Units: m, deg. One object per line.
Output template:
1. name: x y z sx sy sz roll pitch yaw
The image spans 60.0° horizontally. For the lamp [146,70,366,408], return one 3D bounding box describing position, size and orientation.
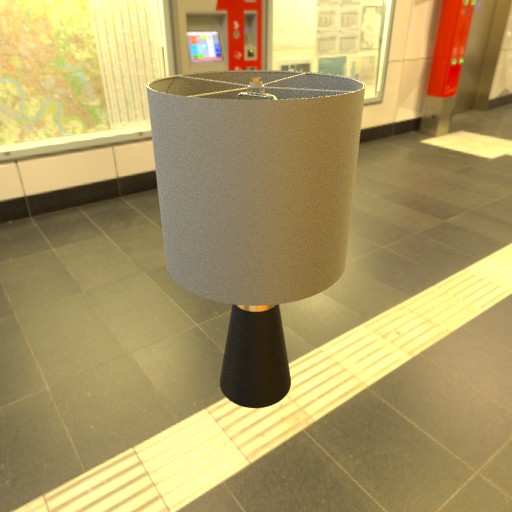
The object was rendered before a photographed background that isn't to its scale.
1. lamp: 0.000 0.000 0.772 0.308 0.580 0.308 18 33 29
